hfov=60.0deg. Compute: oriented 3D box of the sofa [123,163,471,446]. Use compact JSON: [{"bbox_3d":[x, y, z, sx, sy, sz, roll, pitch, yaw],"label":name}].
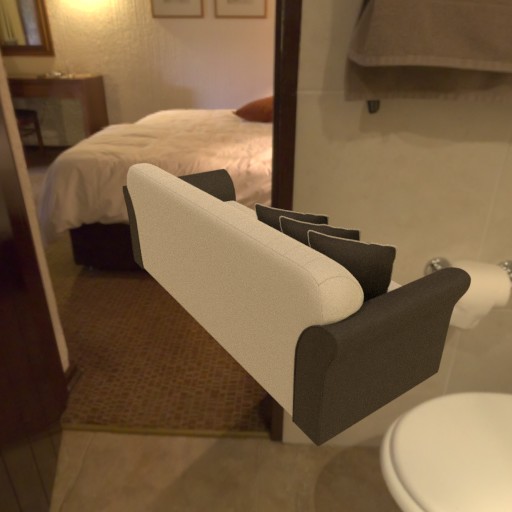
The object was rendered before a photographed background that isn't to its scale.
[{"bbox_3d":[0.000,0.000,2.431,0.755,0.787,2.001,-17,31,-31],"label":"sofa"}]
